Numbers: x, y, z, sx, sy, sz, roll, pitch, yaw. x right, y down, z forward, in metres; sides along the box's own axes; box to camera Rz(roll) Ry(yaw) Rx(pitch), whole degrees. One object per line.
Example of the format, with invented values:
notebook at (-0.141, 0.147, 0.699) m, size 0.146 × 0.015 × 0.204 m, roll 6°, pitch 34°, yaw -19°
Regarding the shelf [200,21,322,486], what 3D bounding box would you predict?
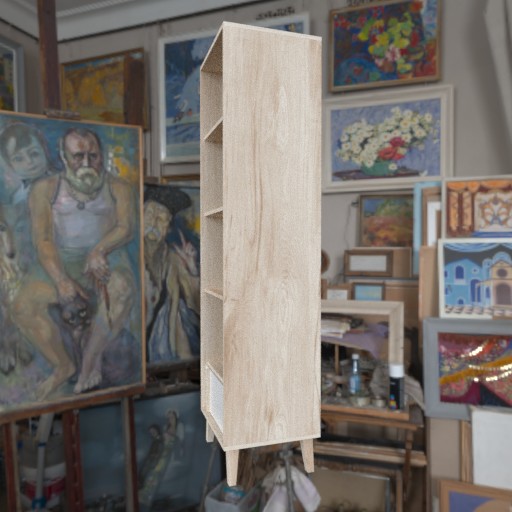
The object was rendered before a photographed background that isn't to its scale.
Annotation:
shelf at (0.000, 0.000, 2.168) m, size 0.450 × 1.960 × 0.510 m, roll 0°, pitch 1°, yaw -18°
